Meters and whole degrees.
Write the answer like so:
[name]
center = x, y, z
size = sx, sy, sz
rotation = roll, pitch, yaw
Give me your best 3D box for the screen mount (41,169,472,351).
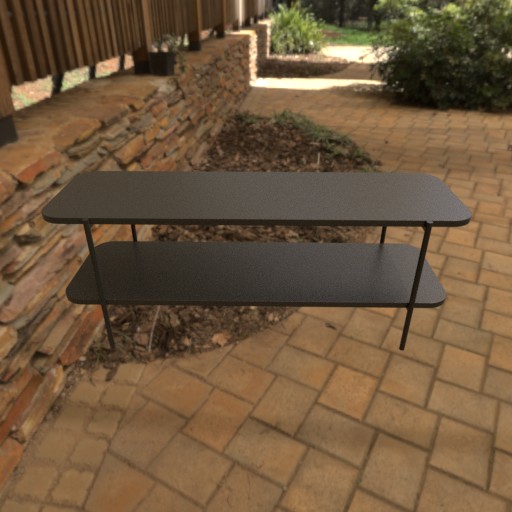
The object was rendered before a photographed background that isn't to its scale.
[screen mount]
center = 0.000, 0.000, 1.460
size = 1.200, 0.447, 0.400
rotation = 0, 31, 1
